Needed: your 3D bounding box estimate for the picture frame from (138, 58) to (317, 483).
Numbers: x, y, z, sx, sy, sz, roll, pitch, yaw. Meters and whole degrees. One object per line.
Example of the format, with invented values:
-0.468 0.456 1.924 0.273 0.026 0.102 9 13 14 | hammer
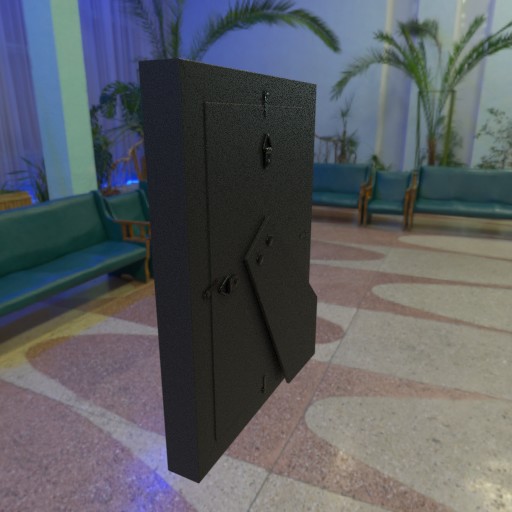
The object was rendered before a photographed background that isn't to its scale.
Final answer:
0.000 0.000 0.274 0.028 0.208 0.157 9 19 26 | picture frame
